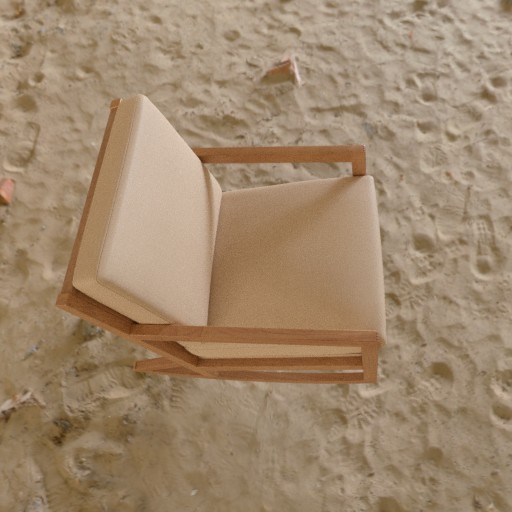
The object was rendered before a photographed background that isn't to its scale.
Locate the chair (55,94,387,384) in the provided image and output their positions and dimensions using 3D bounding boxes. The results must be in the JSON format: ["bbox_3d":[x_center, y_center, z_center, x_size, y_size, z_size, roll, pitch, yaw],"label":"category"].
[{"bbox_3d":[0.000,0.000,1.394,0.857,0.790,0.622,3,63,1],"label":"chair"}]
